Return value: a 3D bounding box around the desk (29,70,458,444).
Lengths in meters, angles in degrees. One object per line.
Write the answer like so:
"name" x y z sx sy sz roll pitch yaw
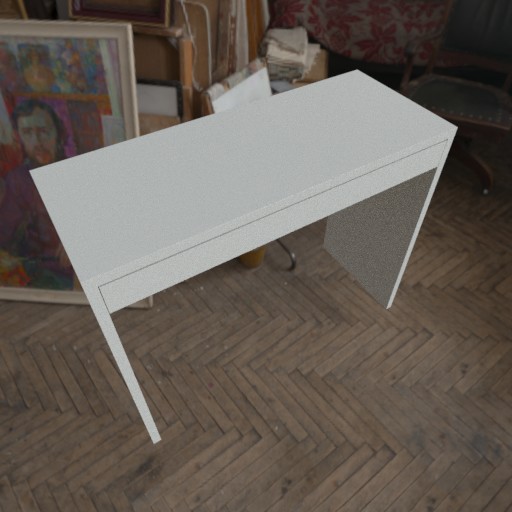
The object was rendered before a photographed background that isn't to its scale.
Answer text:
"desk" 0.000 0.000 1.389 1.000 0.790 0.400 -25 52 -21
